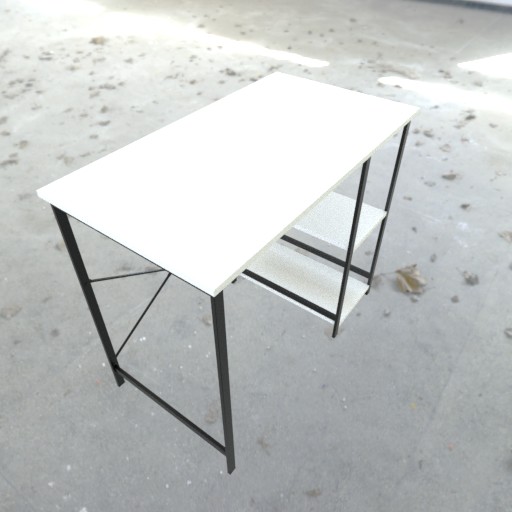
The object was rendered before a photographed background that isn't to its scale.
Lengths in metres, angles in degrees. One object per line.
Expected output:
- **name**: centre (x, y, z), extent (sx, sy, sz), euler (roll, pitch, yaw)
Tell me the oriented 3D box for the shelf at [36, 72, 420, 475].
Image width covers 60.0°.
- **shelf**: centre (0.000, 0.000, 1.352), extent (0.498, 0.750, 0.902), euler (26, 48, 27)
